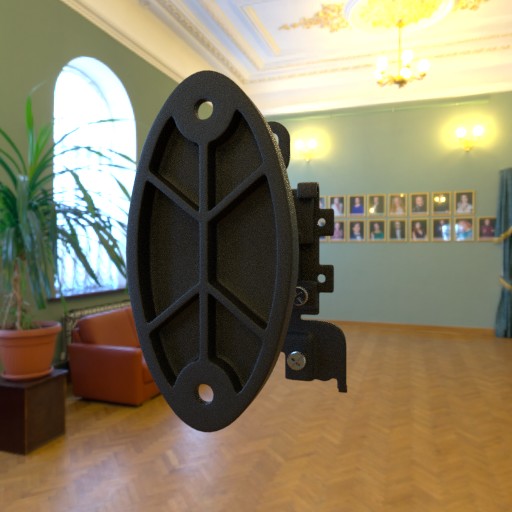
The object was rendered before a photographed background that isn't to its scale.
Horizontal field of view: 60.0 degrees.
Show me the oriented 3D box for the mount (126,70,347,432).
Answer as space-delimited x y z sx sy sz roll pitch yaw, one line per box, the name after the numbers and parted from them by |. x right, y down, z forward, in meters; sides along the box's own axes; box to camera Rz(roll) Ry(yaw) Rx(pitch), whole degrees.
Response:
0.000 0.000 0.175 0.066 0.118 0.100 0 1 18 | mount
